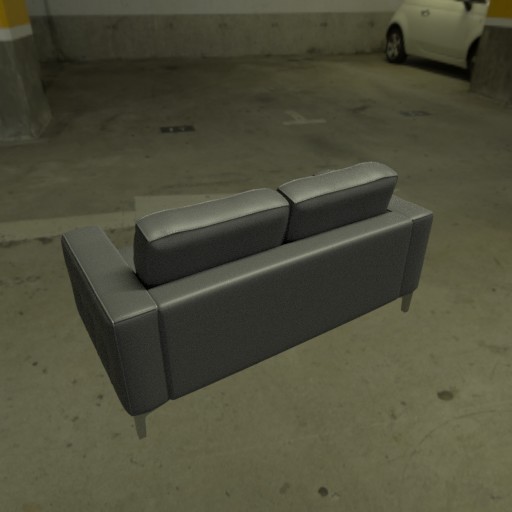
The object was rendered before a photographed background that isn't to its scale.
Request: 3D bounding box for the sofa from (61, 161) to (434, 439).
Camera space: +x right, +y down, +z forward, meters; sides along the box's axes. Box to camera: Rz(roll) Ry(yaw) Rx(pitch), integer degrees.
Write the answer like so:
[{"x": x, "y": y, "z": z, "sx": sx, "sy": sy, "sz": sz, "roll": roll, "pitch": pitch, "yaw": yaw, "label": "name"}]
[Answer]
[{"x": 0.000, "y": 0.000, "z": 2.294, "sx": 1.726, "sy": 0.892, "sz": 0.833, "roll": -18, "pitch": 35, "yaw": -28, "label": "sofa"}]
